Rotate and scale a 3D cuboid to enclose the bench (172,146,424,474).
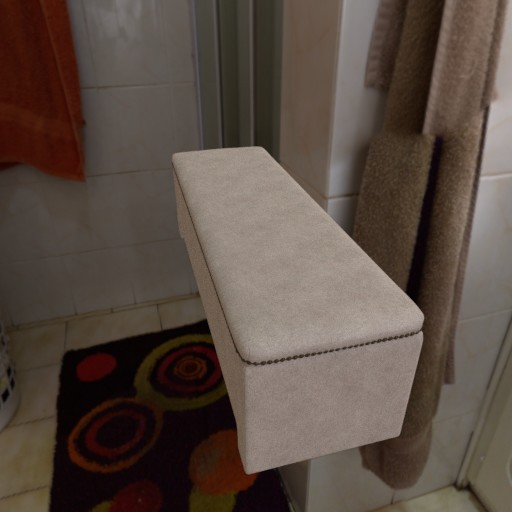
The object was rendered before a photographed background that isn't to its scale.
[{"bbox_3d":[0.000,0.000,1.717,0.470,0.447,1.482,-8,31,-13],"label":"bench"}]
